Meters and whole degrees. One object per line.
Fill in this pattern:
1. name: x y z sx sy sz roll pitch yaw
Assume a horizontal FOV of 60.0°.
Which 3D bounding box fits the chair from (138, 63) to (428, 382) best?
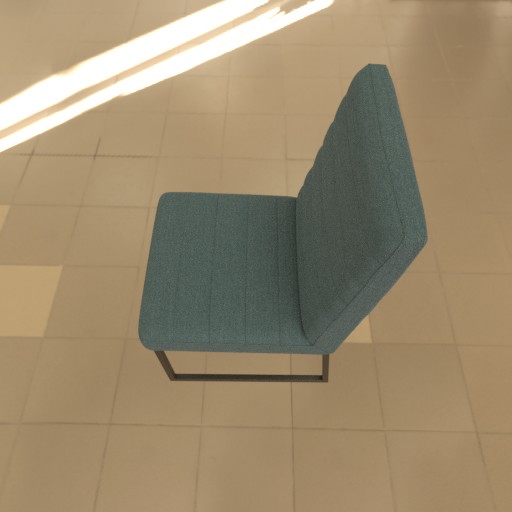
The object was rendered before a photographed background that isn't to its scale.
1. chair: 0.000 0.000 1.288 0.634 0.930 0.520 0 58 0
